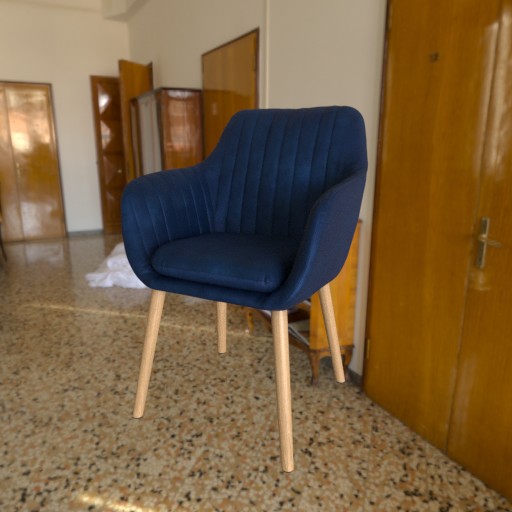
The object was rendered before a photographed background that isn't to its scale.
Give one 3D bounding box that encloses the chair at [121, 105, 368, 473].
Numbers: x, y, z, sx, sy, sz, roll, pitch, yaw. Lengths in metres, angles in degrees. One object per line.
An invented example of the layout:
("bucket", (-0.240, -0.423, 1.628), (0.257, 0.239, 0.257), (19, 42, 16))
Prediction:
("chair", (0.000, 0.000, 1.239), (0.578, 0.826, 0.573), (7, 16, 26))
